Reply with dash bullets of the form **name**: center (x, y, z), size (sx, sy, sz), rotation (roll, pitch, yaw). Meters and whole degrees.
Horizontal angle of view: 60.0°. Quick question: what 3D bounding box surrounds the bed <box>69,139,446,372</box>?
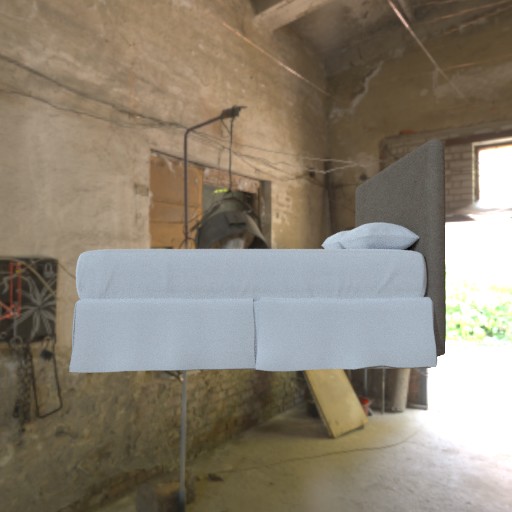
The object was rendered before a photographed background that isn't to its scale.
- **bed**: center (0.000, 0.000, 3.271), size (2.142, 1.330, 1.723), rotation (0, -1, -2)
